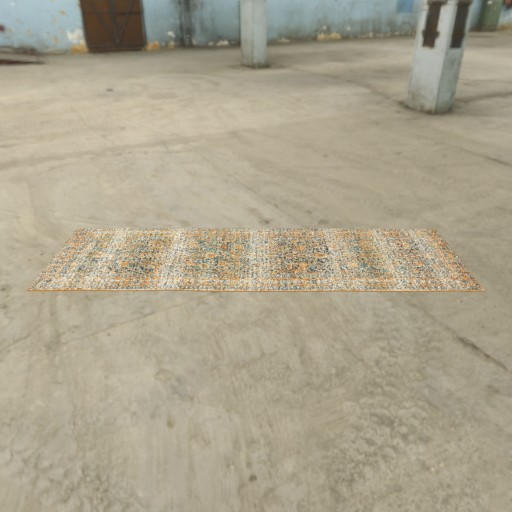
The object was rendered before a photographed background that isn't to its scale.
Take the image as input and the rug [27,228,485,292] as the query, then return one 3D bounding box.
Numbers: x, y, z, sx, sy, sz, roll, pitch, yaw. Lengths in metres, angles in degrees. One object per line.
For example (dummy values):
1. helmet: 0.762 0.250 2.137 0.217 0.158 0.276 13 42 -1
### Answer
1. rug: 0.000 0.000 2.515 2.294 0.014 0.704 0 30 0
